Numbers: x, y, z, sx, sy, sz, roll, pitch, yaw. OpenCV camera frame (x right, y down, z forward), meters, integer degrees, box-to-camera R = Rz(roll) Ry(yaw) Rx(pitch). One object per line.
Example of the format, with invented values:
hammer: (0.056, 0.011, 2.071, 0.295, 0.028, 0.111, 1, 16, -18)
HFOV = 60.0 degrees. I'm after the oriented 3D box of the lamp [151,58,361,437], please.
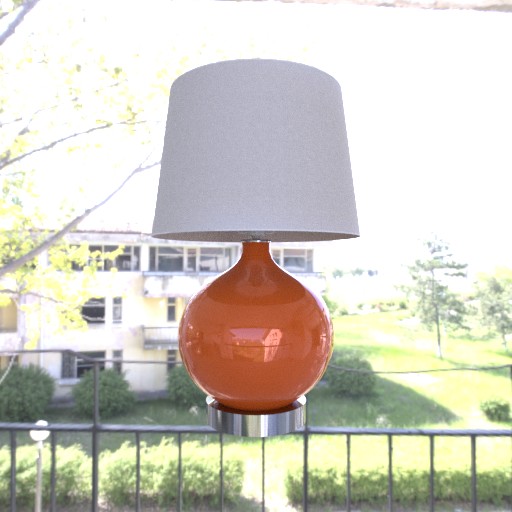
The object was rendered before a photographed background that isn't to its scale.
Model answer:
lamp: (0.000, 0.000, 0.535, 0.247, 0.387, 0.247, 0, -1, 0)
